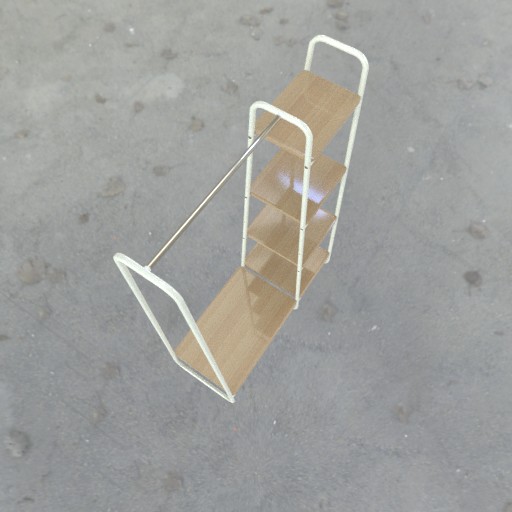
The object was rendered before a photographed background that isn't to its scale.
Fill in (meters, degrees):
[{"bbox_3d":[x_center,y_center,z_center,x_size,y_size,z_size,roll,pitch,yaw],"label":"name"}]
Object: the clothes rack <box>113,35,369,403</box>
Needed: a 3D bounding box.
[{"bbox_3d":[0.000,0.000,1.946,0.400,1.500,1.011,31,68,14],"label":"clothes rack"}]
